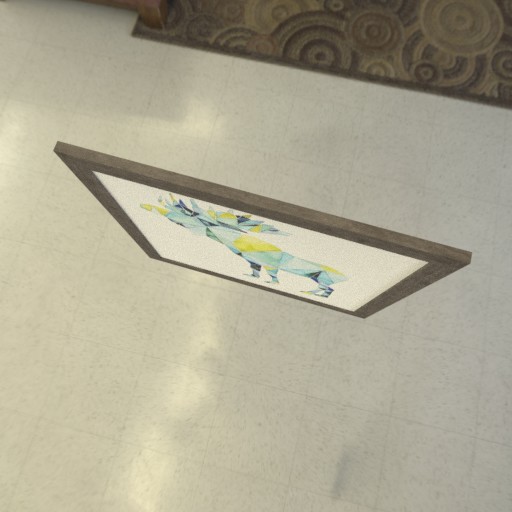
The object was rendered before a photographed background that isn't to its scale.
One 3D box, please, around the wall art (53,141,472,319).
[{"bbox_3d":[0.000,0.000,0.689,0.457,0.457,0.013,16,76,4],"label":"wall art"}]
